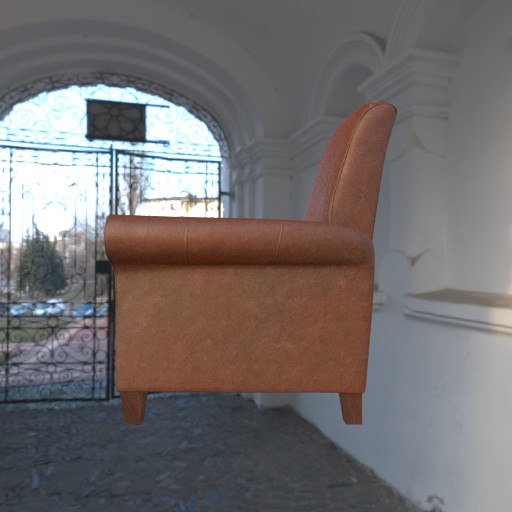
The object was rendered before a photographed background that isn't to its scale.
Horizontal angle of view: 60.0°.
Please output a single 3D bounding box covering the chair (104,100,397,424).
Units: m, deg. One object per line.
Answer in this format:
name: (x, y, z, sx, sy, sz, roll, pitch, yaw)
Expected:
chair: (0.000, 0.000, 1.744, 0.902, 1.061, 0.978, 0, -1, 0)
